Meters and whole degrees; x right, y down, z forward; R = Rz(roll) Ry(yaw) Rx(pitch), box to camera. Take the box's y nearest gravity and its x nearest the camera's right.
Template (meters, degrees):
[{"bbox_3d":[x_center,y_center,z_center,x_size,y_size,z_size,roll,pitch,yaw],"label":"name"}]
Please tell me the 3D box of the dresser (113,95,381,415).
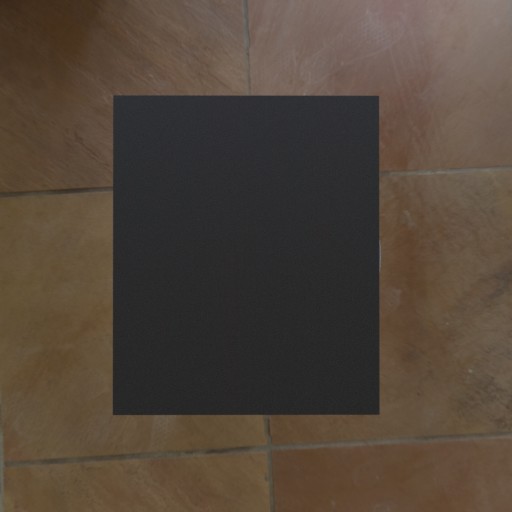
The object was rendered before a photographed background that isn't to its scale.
[{"bbox_3d":[0.000,0.000,0.835,0.360,0.560,0.400,0,90,0],"label":"dresser"}]
